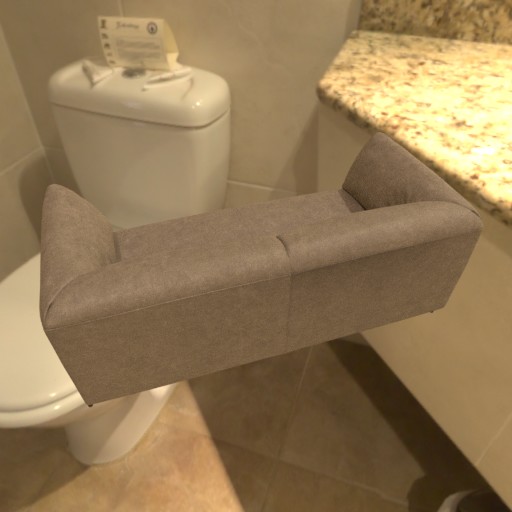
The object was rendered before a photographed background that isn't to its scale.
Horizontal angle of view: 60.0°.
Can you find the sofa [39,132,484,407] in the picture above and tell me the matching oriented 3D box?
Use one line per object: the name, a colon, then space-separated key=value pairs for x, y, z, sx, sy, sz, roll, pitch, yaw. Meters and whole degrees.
sofa: x=0.000 y=0.000 z=2.245 sx=1.878 sy=0.747 sz=0.905 roll=-12 pitch=43 yaw=-14
